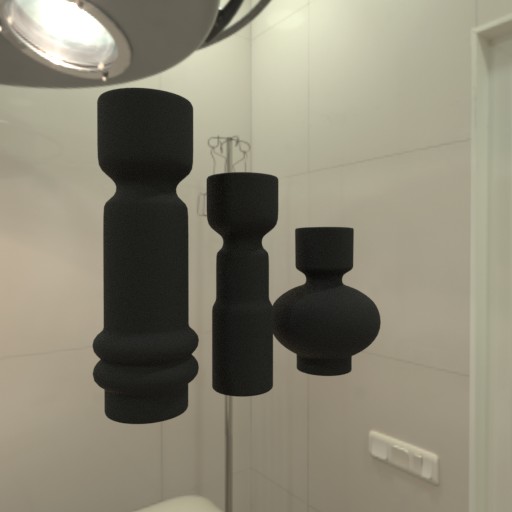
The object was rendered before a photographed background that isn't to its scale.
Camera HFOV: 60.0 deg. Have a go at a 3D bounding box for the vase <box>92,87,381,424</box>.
[{"bbox_3d":[0.000,0.000,0.428,0.307,0.249,0.120,-1,1,-37],"label":"vase"}]
